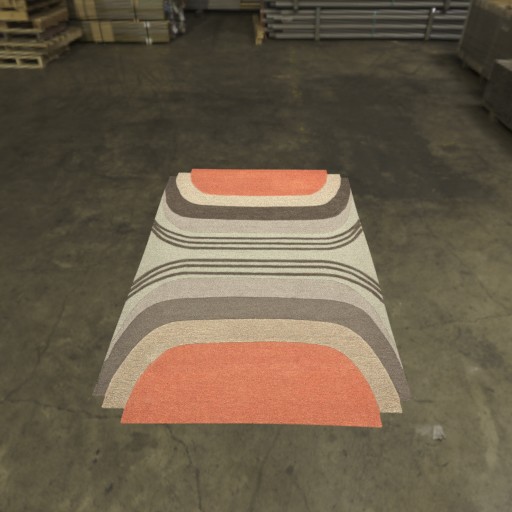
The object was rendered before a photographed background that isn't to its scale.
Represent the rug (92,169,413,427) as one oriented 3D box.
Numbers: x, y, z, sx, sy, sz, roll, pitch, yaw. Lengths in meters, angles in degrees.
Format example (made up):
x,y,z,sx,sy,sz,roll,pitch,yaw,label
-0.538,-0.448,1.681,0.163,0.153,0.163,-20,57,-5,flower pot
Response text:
x,y,z,sx,sy,sz,roll,pitch,yaw,label
0.000,0.000,2.949,1.530,0.017,2.446,1,38,1,rug
